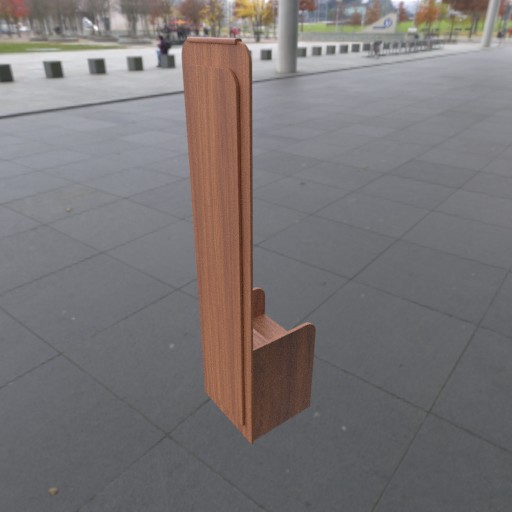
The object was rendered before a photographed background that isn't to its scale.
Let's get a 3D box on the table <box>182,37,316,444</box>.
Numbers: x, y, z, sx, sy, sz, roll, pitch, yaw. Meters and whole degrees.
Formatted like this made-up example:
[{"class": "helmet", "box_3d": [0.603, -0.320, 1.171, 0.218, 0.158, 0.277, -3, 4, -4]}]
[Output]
[{"class": "table", "box_3d": [0.000, 0.000, 2.065, 0.420, 1.830, 0.450, -19, 33, -32]}]
